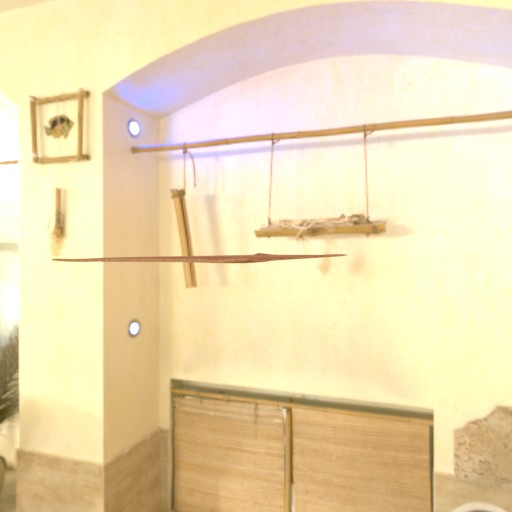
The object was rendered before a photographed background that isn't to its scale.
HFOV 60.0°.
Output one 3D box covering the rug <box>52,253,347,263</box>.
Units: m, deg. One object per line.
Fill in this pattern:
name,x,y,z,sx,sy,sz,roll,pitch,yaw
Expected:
rug,0.000,0.000,2.686,0.799,0.030,2.444,0,1,19
